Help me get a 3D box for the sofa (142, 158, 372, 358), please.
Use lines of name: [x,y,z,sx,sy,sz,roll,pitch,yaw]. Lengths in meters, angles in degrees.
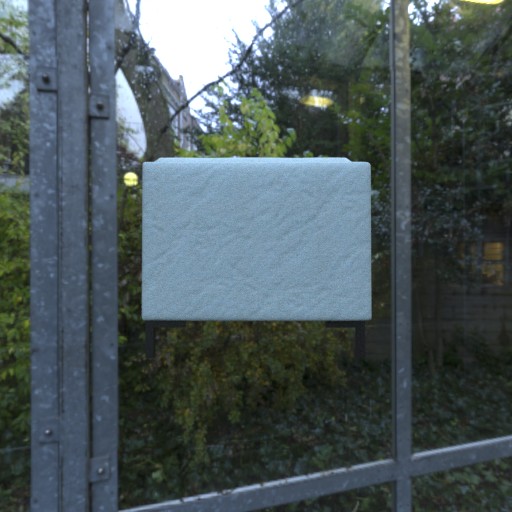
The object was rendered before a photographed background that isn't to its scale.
sofa: [0.000,0.000,2.508,0.796,0.705,2.102,0,-1,0]
